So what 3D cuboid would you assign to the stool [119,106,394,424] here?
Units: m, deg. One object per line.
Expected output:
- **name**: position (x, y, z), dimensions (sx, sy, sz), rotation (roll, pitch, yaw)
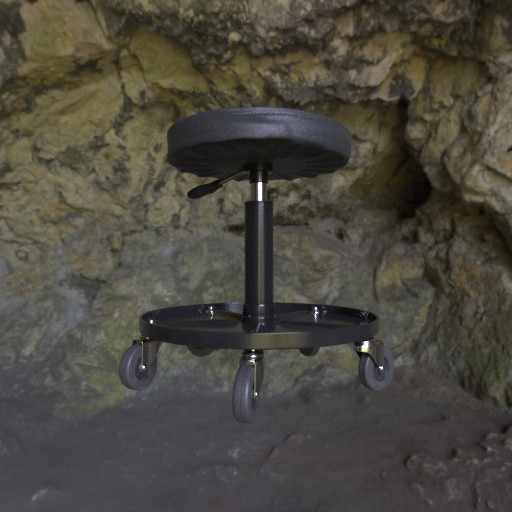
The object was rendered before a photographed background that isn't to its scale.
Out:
- **stool**: position (0.000, 0.000, 0.674), dimensions (0.382, 0.365, 0.381), rotation (0, 0, 34)
